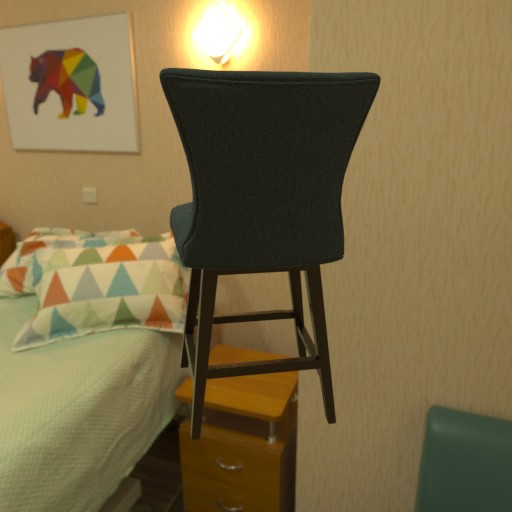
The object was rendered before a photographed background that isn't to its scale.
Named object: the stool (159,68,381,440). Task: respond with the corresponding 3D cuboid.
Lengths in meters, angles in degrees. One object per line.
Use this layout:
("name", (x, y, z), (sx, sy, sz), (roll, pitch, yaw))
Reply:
("stool", (0.000, 0.000, 1.350), (0.514, 1.000, 0.574), (-3, 16, -10))
